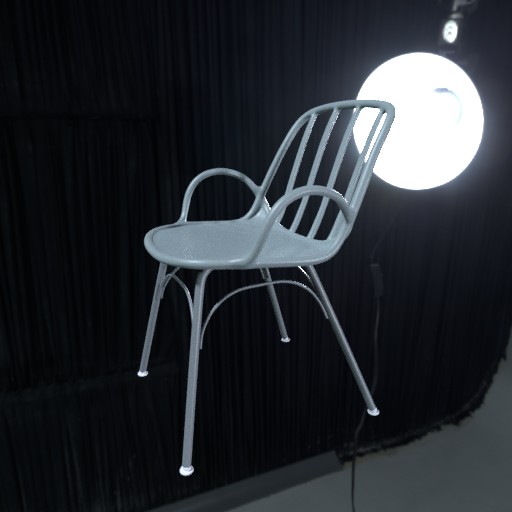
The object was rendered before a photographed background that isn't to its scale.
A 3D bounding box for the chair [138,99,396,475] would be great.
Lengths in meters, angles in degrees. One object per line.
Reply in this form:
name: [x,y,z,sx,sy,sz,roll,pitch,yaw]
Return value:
chair: [0.000,0.000,1.202,0.597,0.816,0.549,-7,17,-25]
